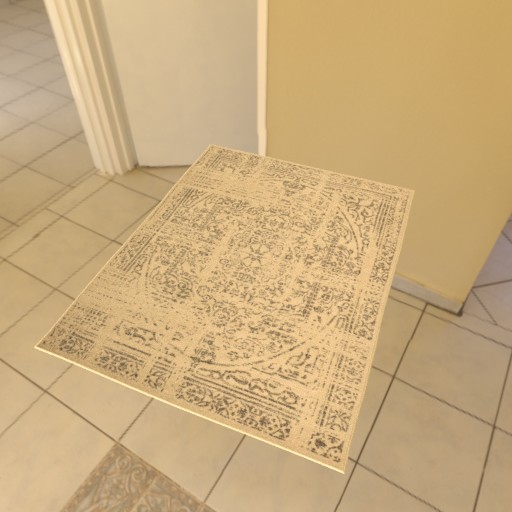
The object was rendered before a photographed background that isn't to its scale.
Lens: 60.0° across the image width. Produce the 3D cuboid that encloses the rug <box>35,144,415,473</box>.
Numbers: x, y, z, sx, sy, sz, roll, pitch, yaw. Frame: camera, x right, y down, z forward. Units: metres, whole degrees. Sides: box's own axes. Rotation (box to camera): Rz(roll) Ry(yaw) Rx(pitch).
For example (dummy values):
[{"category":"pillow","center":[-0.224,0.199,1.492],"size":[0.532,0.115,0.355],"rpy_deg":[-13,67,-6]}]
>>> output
[{"category":"rug","center":[0.000,0.000,3.844],"size":[2.311,0.032,2.921],"rpy_deg":[16,48,15]}]
